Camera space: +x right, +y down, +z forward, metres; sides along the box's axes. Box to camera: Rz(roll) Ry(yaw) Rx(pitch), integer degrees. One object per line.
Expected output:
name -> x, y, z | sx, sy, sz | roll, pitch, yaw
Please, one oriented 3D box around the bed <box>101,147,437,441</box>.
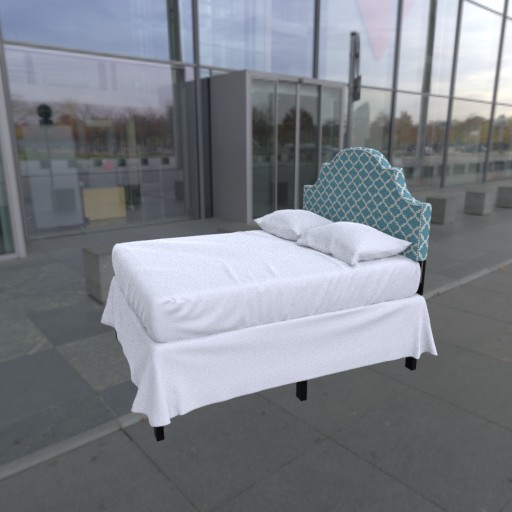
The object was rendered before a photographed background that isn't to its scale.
bed -> 0.000, 0.000, 3.436 | 2.222, 1.633, 1.780 | -7, 16, -24
